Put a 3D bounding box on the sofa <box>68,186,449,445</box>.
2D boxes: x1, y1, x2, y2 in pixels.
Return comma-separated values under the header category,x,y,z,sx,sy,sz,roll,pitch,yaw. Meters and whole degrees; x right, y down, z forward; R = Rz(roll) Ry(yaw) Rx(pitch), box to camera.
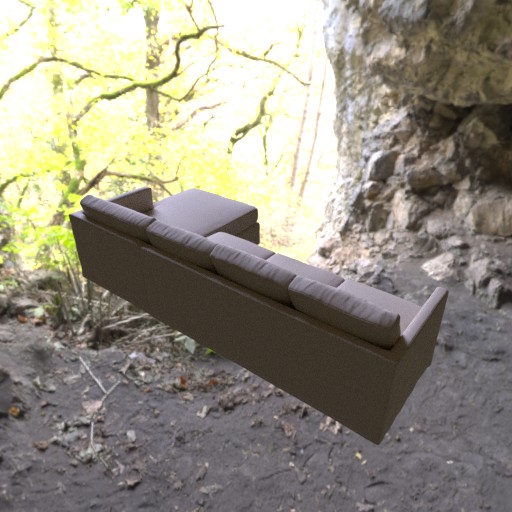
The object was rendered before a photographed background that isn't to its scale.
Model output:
category,x,y,z,sx,sy,sz,roll,pitch,yaw
sofa,0.000,0.000,3.928,3.206,0.871,1.622,21,37,32
